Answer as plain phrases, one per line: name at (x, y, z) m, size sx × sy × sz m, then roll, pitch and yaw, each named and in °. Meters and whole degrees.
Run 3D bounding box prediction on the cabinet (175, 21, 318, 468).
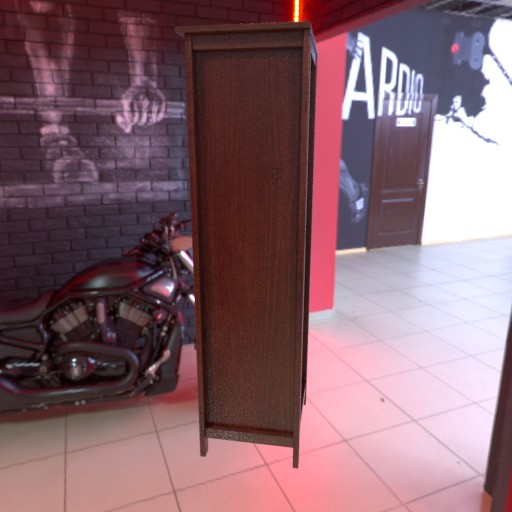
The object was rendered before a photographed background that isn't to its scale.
cabinet at (0.000, 0.000, 1.713) m, size 0.401 × 1.518 × 0.500 m, roll 3°, pitch 15°, yaw 10°
